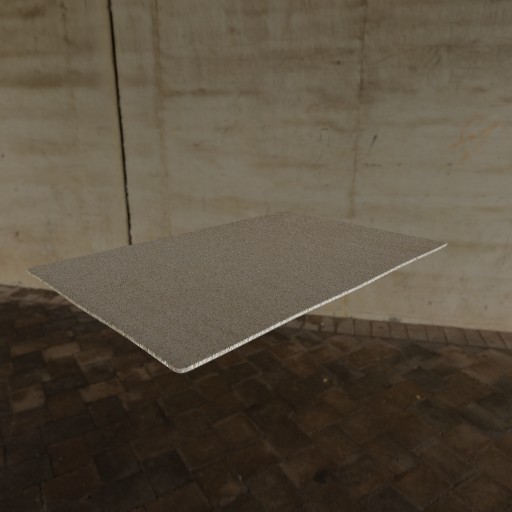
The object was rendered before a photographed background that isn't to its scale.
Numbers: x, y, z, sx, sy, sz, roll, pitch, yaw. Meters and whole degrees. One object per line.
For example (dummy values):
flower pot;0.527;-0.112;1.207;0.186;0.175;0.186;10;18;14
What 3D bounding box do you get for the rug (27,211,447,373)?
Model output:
rug;0.000;0.000;3.345;1.798;0.025;2.698;17;24;42
